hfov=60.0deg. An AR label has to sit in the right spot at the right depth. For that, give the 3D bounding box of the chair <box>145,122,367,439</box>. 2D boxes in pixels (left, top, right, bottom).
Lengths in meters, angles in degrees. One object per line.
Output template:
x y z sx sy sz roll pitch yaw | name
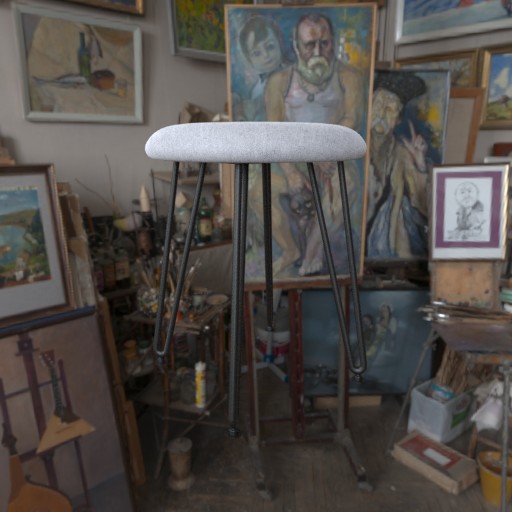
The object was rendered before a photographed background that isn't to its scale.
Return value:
0.000 0.000 0.674 0.350 0.386 0.350 3 15 10 | chair
